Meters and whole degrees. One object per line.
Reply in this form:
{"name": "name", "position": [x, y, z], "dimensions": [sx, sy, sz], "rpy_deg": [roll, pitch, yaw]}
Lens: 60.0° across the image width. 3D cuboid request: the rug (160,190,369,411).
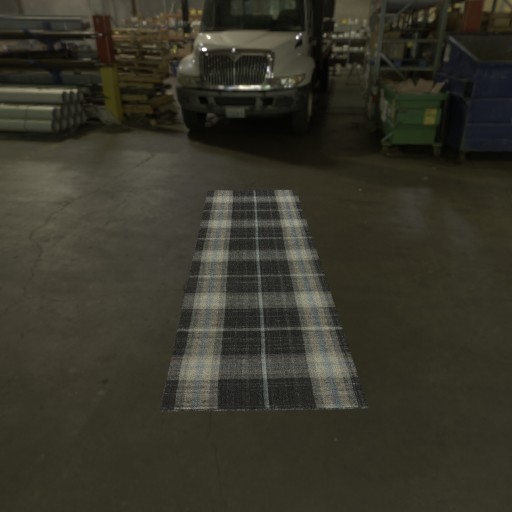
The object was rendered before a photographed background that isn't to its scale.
{"name": "rug", "position": [0.000, 0.000, 2.678], "dimensions": [0.760, 0.012, 2.434], "rpy_deg": [-1, 27, -1]}
